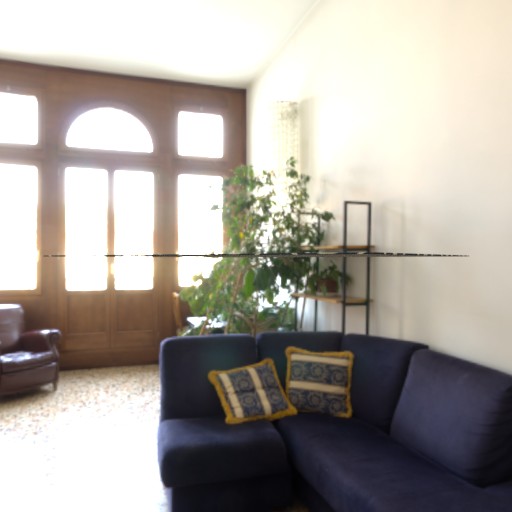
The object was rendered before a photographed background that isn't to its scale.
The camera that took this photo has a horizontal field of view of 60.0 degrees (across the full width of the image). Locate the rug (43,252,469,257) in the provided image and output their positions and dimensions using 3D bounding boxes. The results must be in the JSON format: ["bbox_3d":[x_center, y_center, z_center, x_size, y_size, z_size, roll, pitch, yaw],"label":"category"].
[{"bbox_3d":[0.000,0.000,4.303,3.353,0.010,2.438,0,-1,36],"label":"rug"}]
